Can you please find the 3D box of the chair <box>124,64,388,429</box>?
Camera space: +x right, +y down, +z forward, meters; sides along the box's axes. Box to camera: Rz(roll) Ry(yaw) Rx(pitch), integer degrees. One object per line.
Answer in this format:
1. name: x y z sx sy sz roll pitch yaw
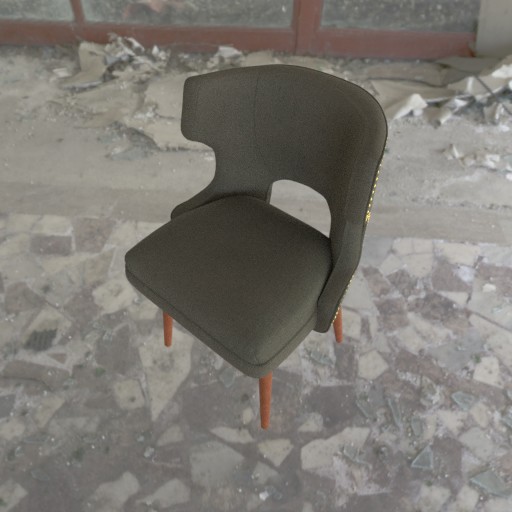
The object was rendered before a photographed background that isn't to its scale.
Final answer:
1. chair: 0.000 0.000 1.257 0.595 0.863 0.581 32 54 27
